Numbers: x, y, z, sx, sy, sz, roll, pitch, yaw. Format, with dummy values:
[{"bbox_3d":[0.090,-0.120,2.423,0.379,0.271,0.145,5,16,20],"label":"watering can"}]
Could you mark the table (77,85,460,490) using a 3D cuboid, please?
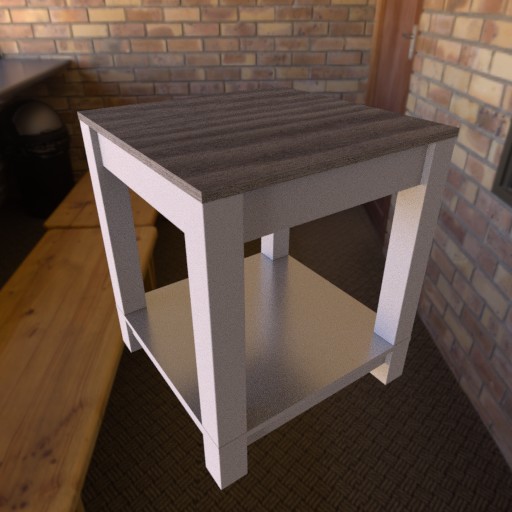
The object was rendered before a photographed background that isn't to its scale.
[{"bbox_3d":[0.000,0.000,0.968,0.506,0.587,0.504,-19,36,-30],"label":"table"}]
